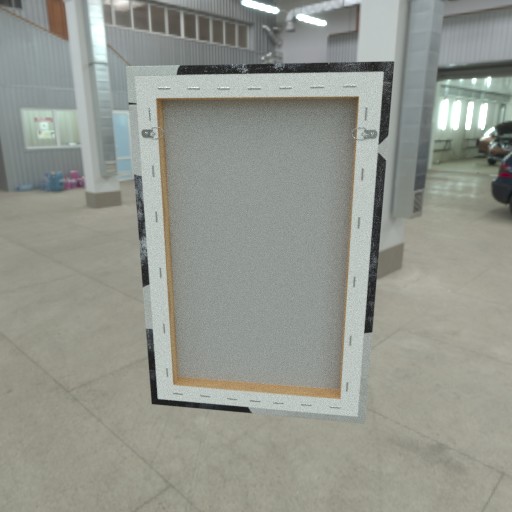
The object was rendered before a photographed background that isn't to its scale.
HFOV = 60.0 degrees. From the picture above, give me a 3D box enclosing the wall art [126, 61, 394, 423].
[{"bbox_3d":[0.000,0.000,0.767,0.407,0.610,0.039,2,17,8],"label":"wall art"}]
